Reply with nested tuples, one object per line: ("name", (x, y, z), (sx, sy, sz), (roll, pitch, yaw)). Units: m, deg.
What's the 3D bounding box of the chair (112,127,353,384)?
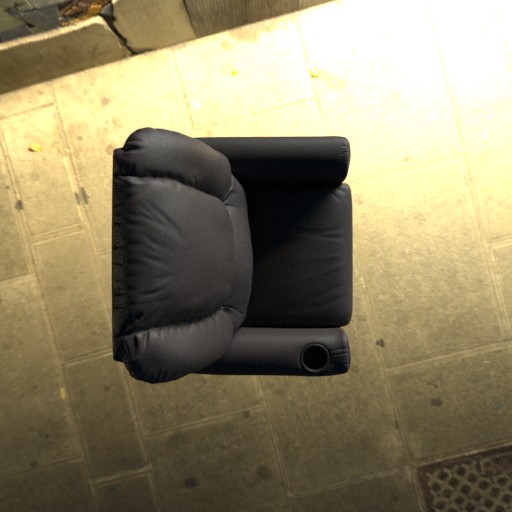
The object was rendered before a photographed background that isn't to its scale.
("chair", (0.000, 0.000, 1.124), (0.521, 0.709, 0.610), (0, 90, 1))
